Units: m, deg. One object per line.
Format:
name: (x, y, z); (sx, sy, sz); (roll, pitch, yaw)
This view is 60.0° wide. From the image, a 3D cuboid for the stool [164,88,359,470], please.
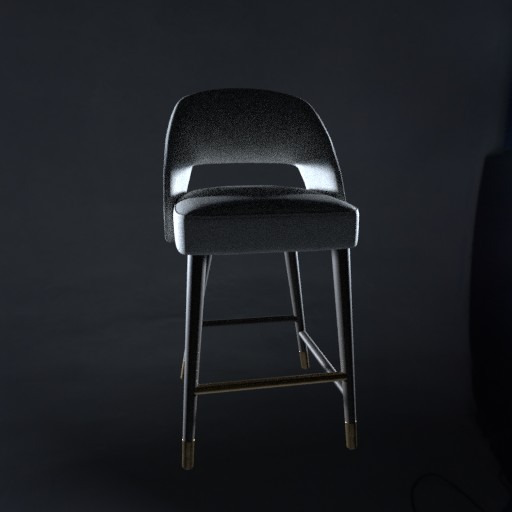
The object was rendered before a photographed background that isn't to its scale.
stool: (0.000, 0.000, 1.247); (0.494, 0.940, 0.509); (-3, 15, -10)
